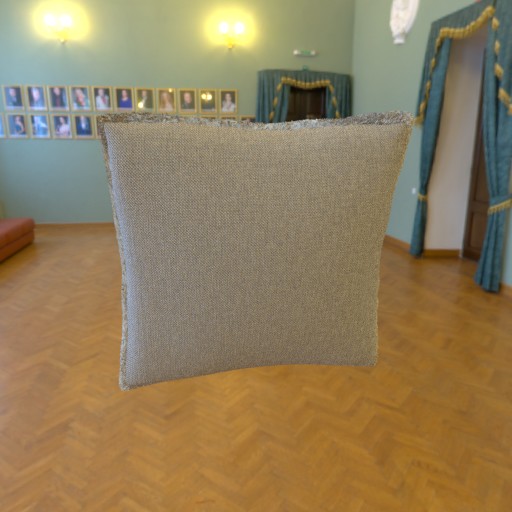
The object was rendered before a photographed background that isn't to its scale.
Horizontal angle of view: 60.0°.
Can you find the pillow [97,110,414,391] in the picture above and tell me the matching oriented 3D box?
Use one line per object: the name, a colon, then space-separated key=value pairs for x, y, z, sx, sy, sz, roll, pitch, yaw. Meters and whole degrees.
pillow: x=0.000 y=0.000 z=0.822 sx=0.529 sy=0.515 sz=0.218 roll=-3 pitch=14 yaw=-11
